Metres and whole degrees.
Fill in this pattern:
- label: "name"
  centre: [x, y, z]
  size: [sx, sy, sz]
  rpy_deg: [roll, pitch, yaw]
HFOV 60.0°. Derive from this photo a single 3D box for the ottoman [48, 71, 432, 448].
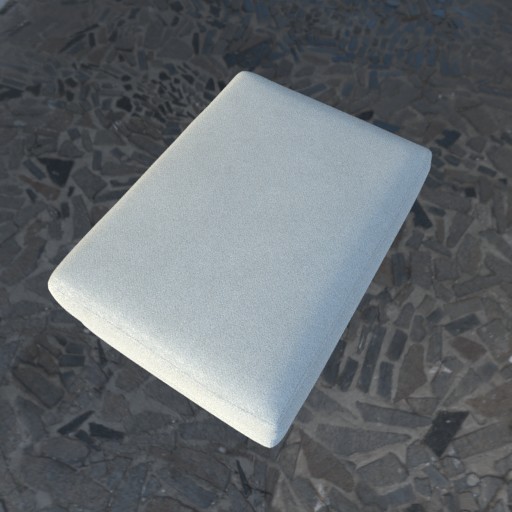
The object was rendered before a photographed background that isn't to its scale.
- label: "ottoman"
  centre: [0.000, 0.000, 1.146]
  size: [0.569, 0.499, 0.773]
  rpy_deg: [29, 65, 15]
